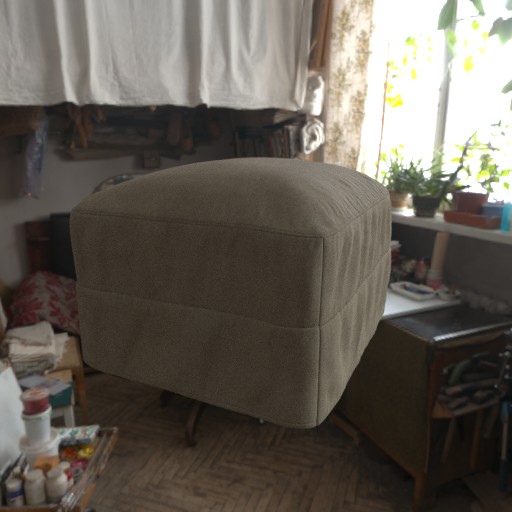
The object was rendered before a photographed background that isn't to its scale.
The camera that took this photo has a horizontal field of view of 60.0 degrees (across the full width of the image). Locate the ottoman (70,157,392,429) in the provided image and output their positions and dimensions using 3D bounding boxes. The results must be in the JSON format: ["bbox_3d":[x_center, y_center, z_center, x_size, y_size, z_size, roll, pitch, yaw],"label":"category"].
[{"bbox_3d":[0.000,0.000,1.108,0.584,0.480,0.712,6,15,25],"label":"ottoman"}]
